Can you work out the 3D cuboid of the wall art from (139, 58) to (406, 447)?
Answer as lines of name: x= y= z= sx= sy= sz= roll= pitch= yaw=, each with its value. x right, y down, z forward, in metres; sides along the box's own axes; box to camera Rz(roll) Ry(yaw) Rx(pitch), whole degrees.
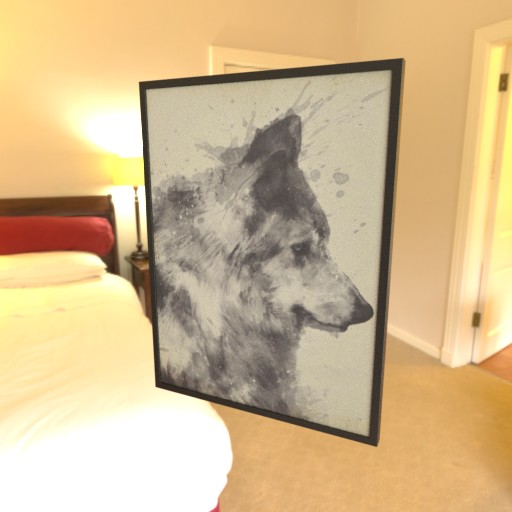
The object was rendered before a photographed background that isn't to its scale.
wall art: x=0.000 y=0.000 z=1.367 sx=0.804 sy=1.061 sz=0.039 roll=6 pitch=14 yaw=25
